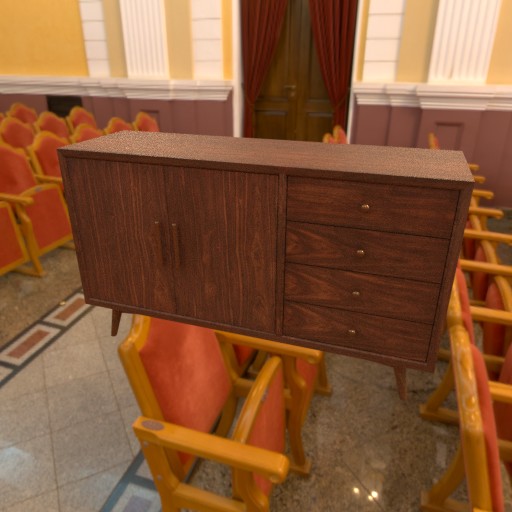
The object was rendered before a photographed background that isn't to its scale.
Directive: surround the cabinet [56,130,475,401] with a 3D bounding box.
[{"bbox_3d":[0.000,0.000,1.985,1.575,0.940,0.505,8,26,17],"label":"cabinet"}]
